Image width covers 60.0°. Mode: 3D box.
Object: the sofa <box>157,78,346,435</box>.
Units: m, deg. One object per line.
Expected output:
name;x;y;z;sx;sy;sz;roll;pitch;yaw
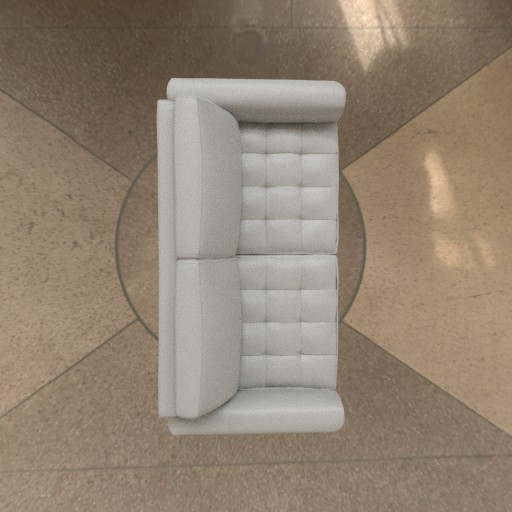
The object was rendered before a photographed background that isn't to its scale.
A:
sofa;0.000;0.000;2.811;1.121;0.930;2.177;0;91;-2
